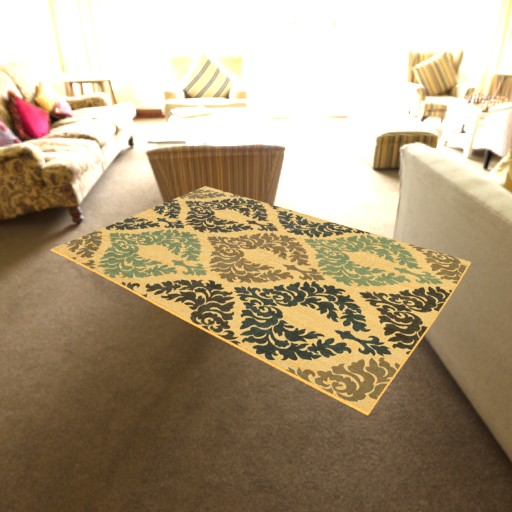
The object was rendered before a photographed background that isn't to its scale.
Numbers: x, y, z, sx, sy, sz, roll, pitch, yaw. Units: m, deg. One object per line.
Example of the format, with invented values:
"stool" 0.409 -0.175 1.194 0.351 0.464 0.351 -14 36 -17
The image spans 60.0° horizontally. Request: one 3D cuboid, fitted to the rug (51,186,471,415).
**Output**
"rug" 0.000 0.000 2.863 2.275 0.014 1.514 20 35 32
